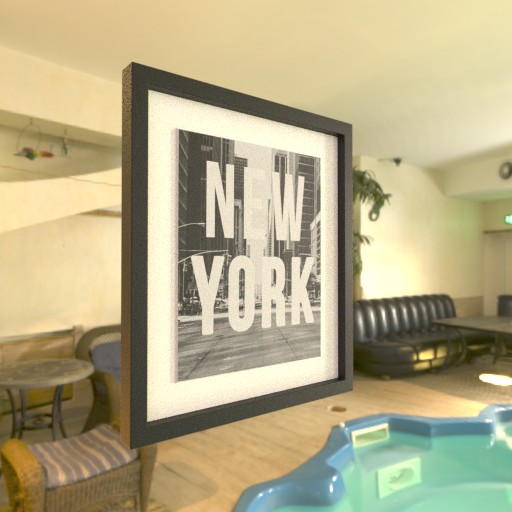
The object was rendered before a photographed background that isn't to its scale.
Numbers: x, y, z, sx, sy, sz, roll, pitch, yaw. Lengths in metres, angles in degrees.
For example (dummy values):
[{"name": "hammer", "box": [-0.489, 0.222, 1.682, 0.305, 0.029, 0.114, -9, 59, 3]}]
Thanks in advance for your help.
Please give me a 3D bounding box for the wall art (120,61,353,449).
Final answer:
[{"name": "wall art", "box": [0.000, 0.000, 0.544, 0.328, 0.381, 0.028, 1, -1, -37]}]
